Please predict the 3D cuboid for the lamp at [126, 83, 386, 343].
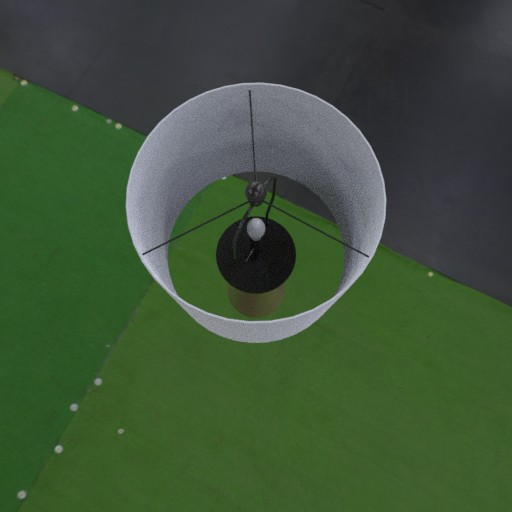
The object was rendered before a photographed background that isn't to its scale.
[{"bbox_3d":[0.000,0.000,0.775,0.304,0.573,0.304,29,76,8],"label":"lamp"}]
